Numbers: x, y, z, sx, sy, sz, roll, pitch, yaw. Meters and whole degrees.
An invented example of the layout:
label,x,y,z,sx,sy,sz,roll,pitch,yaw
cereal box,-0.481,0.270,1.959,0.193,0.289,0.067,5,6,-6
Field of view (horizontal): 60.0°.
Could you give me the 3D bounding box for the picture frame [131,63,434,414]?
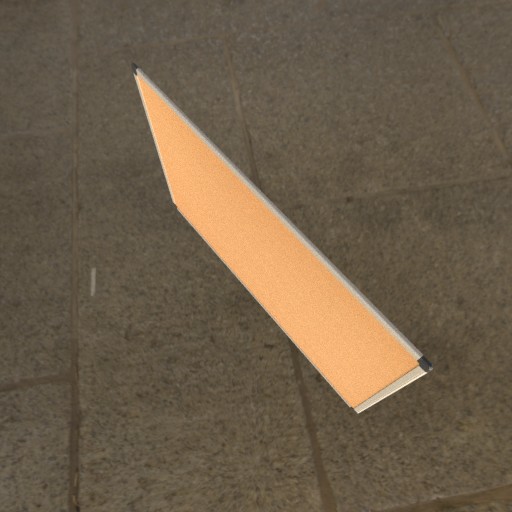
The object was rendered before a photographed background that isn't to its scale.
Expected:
label,x,y,z,sx,sy,sz,roll,pitch,yaw
picture frame,0.000,0.000,1.132,0.010,0.600,0.900,-36,69,-16
